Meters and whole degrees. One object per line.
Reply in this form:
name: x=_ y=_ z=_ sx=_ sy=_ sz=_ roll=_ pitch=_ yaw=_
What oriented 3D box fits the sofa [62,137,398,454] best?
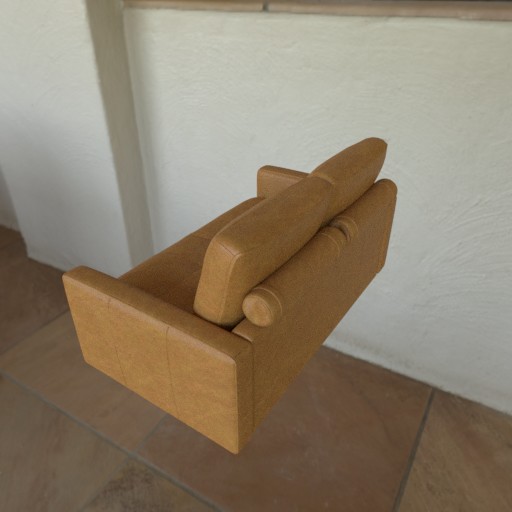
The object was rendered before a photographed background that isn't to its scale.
sofa: x=0.000 y=0.000 z=2.003 sx=0.868 sy=0.898 sz=1.430 roll=19 pitch=36 yaw=28
